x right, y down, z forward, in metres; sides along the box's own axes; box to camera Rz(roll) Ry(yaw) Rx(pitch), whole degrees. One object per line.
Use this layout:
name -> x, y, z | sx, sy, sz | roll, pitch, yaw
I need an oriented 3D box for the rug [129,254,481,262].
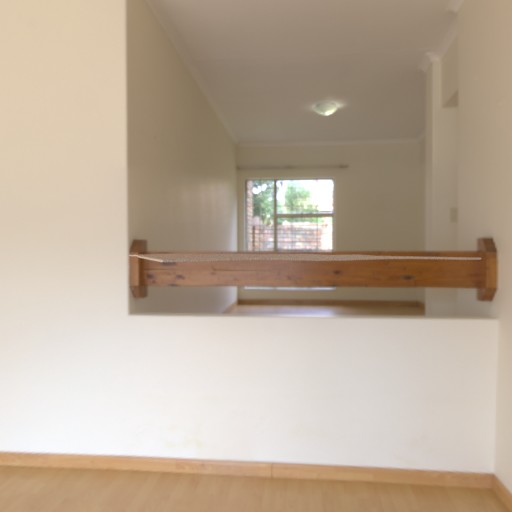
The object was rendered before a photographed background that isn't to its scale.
rug -> 0.000, 0.000, 2.383 | 1.220, 0.013, 1.829 | 0, 1, -19
